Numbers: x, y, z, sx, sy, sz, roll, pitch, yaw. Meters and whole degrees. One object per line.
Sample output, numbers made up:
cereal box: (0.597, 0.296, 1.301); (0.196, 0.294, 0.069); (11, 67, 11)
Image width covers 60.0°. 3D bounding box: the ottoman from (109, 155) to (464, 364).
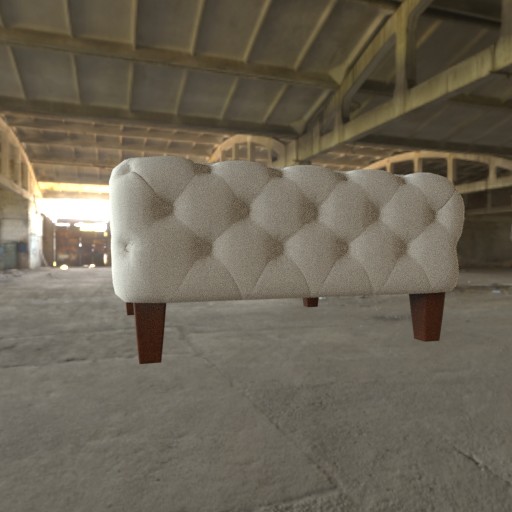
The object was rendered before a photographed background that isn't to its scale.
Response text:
ottoman: (0.000, 0.000, 1.203); (0.755, 0.376, 0.753); (0, 1, -18)
